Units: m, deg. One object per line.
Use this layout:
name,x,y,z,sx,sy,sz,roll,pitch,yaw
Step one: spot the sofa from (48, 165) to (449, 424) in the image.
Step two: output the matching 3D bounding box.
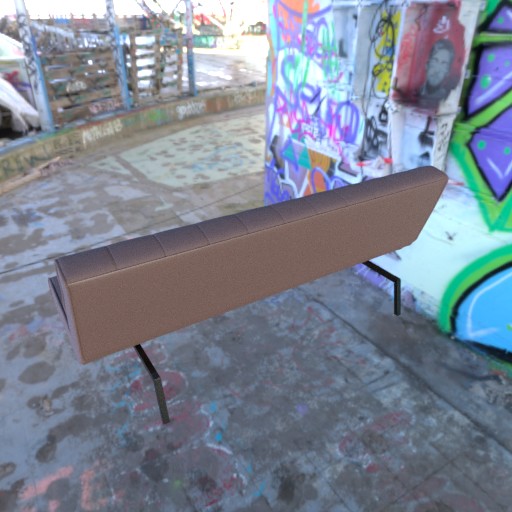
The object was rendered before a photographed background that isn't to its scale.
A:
sofa,0.000,0.000,2.049,1.703,0.699,0.747,-17,34,-28
